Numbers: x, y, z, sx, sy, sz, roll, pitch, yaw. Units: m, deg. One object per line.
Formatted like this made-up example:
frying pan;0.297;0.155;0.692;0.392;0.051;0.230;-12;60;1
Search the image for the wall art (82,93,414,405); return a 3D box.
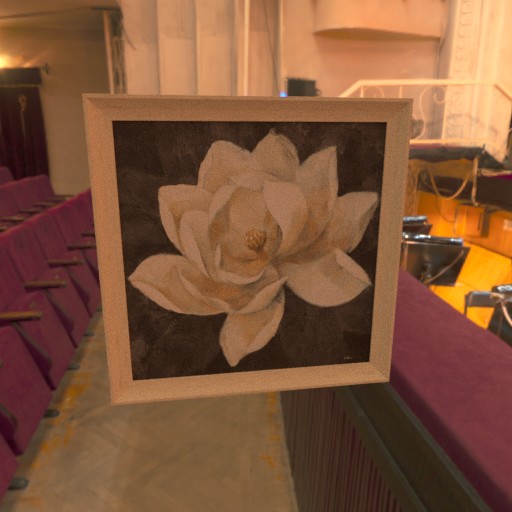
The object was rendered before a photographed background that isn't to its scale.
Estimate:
wall art;0.000;0.000;1.497;1.016;1.016;0.045;-2;15;-9
